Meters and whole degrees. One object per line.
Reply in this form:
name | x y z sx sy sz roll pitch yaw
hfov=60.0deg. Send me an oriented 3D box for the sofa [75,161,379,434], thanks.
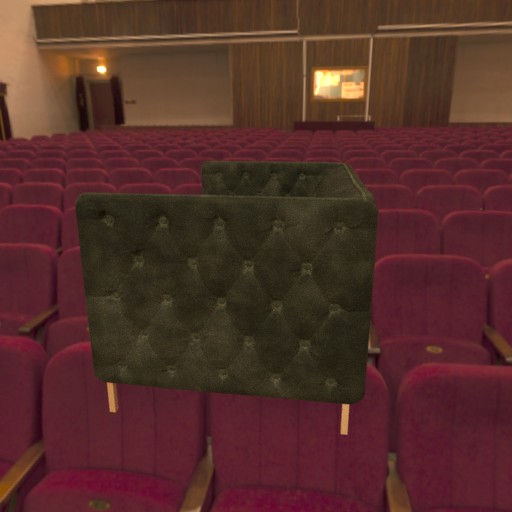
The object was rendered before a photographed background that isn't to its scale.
sofa | 0.000 0.000 2.054 0.895 0.768 1.537 2 16 8
